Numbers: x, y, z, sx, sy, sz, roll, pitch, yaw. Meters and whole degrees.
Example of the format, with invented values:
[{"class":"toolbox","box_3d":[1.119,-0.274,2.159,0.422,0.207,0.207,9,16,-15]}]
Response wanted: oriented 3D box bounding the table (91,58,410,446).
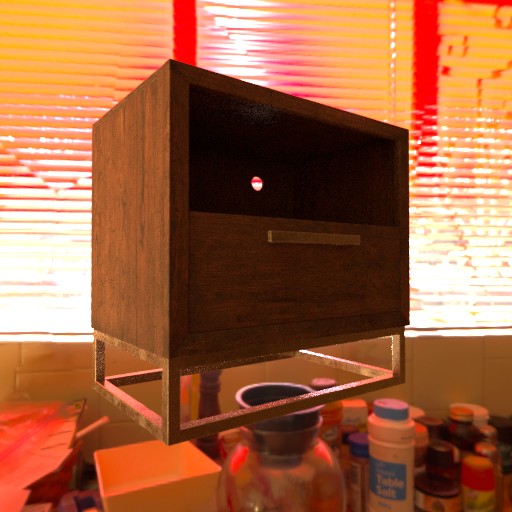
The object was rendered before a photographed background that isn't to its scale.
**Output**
[{"class":"table","box_3d":[0.000,0.000,1.265,0.767,0.746,0.542,1,-1,-36]}]
